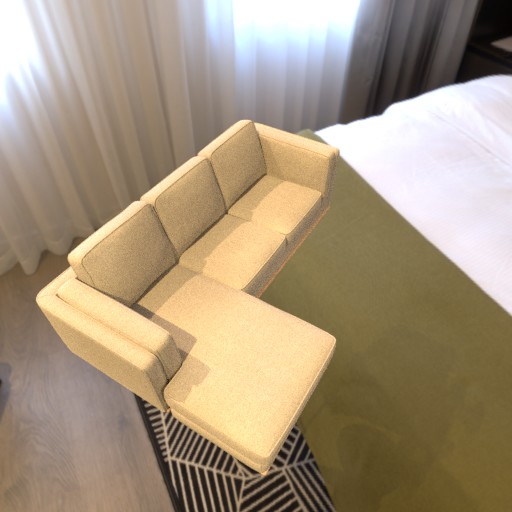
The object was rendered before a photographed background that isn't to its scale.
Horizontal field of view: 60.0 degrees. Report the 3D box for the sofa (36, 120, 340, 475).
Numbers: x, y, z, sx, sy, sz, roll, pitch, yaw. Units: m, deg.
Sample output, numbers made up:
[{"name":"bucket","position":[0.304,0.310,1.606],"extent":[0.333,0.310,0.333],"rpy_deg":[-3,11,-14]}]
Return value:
[{"name":"sofa","position":[0.000,0.000,3.174],"extent":[1.604,0.929,2.411],"rpy_deg":[24,50,22]}]
